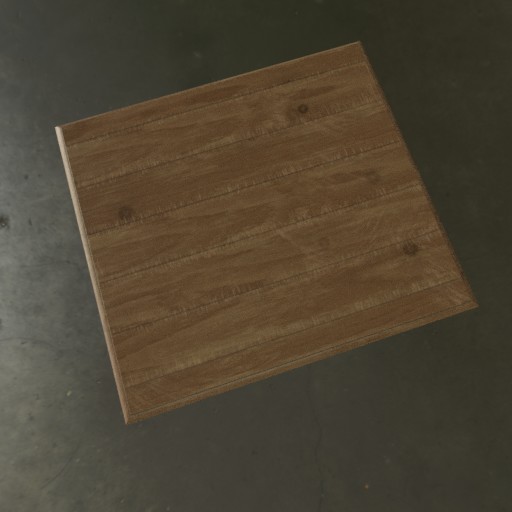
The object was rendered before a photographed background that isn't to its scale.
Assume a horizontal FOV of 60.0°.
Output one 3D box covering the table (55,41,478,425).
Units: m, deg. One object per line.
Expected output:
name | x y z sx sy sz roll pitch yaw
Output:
table | 0.000 0.000 0.914 0.508 0.561 0.457 -17 77 -4
